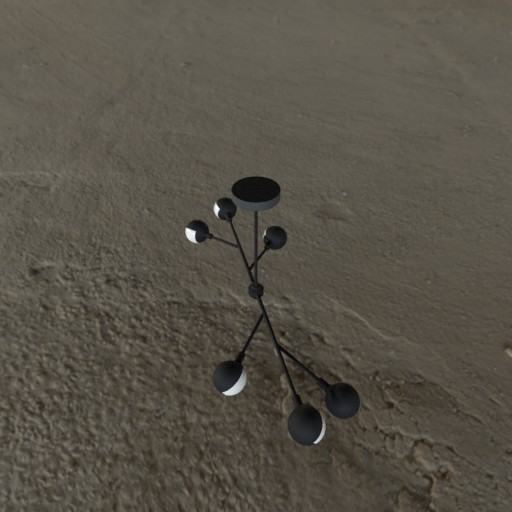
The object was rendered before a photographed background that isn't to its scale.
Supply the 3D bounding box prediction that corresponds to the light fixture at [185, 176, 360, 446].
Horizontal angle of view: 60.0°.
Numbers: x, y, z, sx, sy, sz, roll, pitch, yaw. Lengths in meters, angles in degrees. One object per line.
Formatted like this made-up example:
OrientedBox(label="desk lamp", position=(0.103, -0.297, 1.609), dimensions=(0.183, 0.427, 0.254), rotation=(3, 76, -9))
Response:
OrientedBox(label="light fixture", position=(0.000, 0.000, 1.026), dimensions=(0.434, 0.362, 0.778), rotation=(1, 41, 1))
